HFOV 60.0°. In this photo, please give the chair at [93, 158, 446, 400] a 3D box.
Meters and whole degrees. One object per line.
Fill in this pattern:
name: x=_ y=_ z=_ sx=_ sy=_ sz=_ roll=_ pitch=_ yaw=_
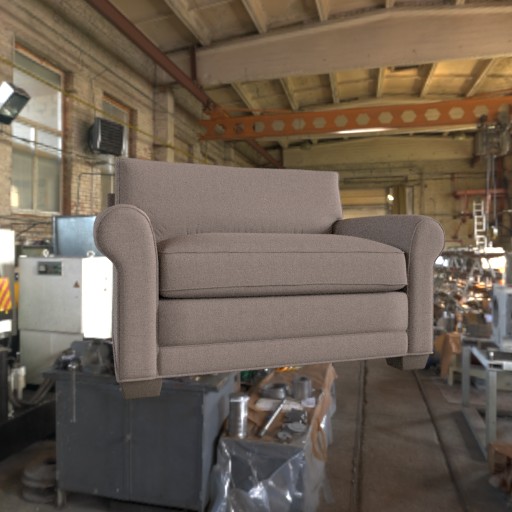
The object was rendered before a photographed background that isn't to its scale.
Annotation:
chair: x=0.000 y=0.000 z=2.017 sx=1.390 sy=0.930 sz=0.930 roll=0 pitch=1 yaw=-19
